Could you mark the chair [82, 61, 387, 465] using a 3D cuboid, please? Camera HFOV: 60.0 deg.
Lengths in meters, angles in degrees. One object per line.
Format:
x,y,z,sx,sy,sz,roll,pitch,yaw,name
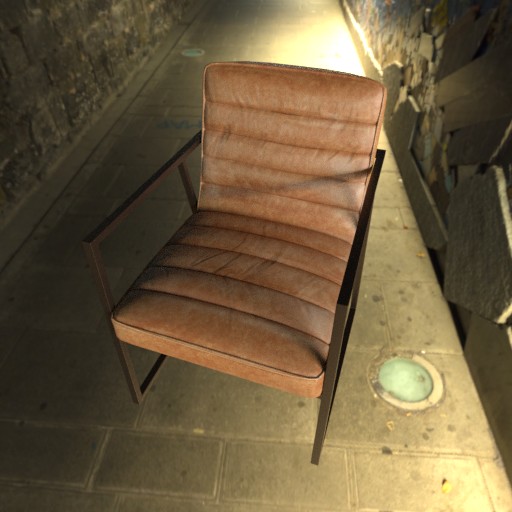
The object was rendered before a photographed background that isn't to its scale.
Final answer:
0.000,0.000,1.212,0.571,0.832,0.677,13,42,15,chair
